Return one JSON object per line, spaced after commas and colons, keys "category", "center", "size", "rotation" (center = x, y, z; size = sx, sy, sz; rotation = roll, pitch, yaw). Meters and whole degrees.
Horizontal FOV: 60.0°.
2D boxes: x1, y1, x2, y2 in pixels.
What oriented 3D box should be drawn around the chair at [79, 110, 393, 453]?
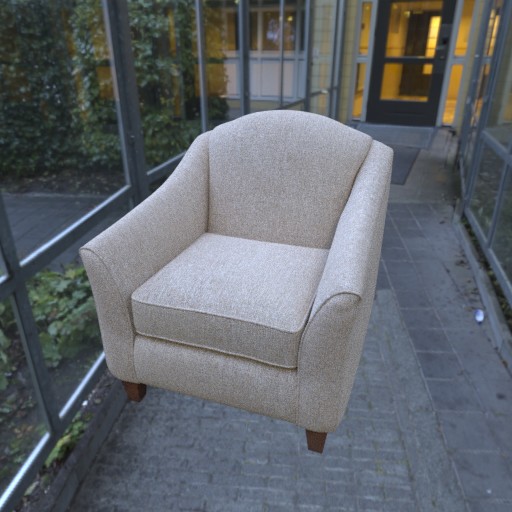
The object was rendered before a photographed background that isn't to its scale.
{"category": "chair", "center": [0.000, 0.000, 1.460], "size": [0.763, 0.839, 0.787], "rotation": [9, 27, 17]}
